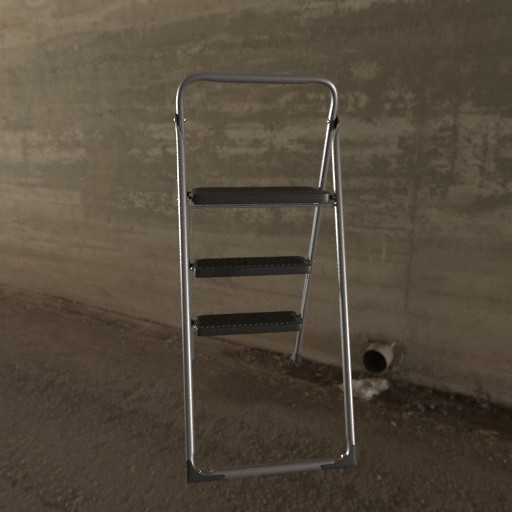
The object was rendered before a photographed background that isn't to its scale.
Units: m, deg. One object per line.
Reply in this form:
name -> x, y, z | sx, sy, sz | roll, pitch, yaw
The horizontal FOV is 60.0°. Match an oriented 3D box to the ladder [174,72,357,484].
ladder -> 0.000, 0.000, 1.257 | 0.430, 0.945, 0.629 | -2, 13, -8
